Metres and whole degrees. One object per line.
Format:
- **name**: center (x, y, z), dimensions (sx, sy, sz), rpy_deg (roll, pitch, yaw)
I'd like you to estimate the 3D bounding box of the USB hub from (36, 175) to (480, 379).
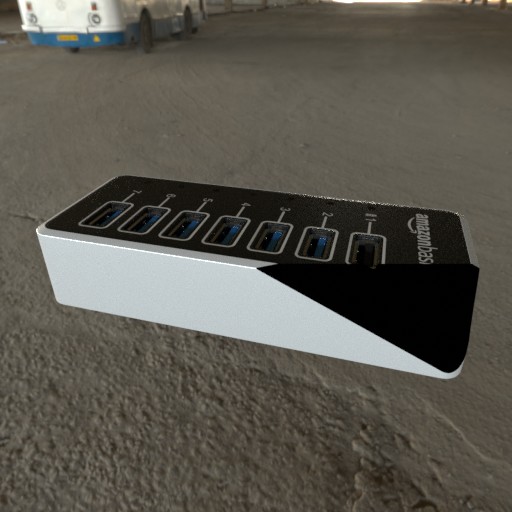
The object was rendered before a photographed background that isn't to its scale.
- **USB hub**: center (0.000, 0.000, 0.125), dimensions (0.110, 0.023, 0.044), rpy_deg (8, 32, 14)
